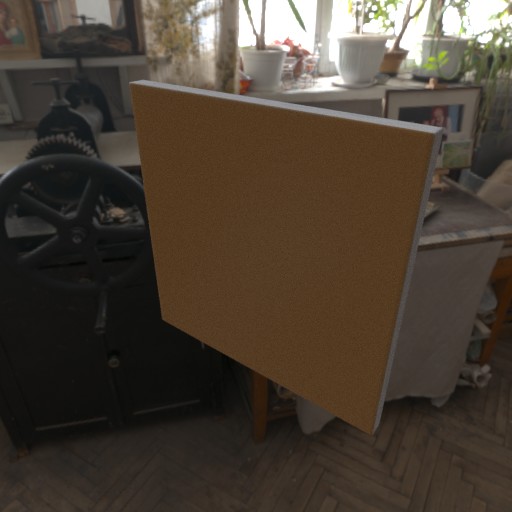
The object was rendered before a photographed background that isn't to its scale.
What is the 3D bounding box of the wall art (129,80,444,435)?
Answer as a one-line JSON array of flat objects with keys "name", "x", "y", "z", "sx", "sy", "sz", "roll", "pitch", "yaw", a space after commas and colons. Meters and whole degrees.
[{"name": "wall art", "x": 0.000, "y": 0.000, "z": 1.905, "sx": 1.287, "sy": 1.288, "sz": 0.078, "roll": 21, "pitch": 37, "yaw": 31}]
